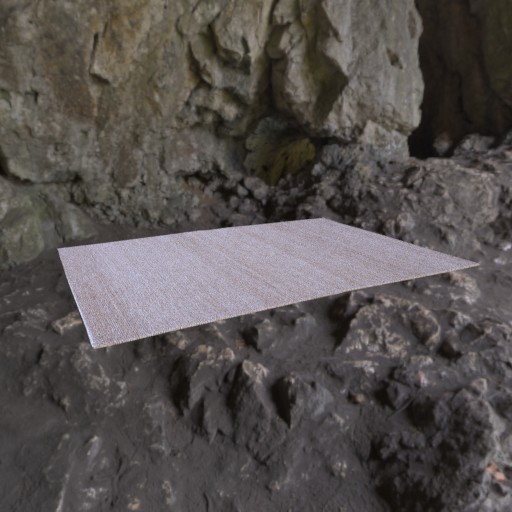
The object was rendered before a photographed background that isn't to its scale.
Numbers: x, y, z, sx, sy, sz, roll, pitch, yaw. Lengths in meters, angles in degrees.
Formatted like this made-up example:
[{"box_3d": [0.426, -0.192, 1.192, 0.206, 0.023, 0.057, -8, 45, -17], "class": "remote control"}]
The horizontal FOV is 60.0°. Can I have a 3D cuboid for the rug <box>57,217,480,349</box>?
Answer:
[{"box_3d": [0.000, 0.000, 2.895, 2.283, 0.030, 1.596, -9, 19, -26], "class": "rug"}]
